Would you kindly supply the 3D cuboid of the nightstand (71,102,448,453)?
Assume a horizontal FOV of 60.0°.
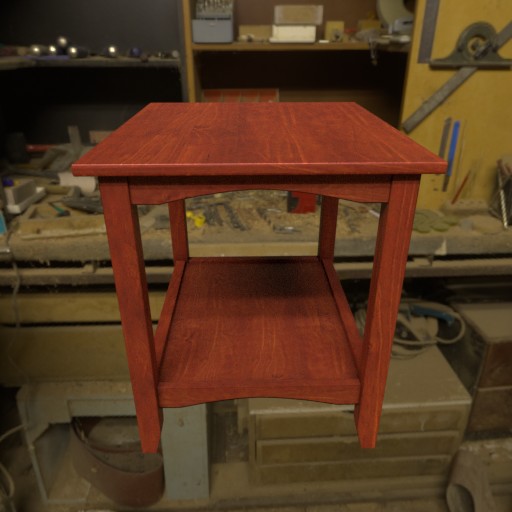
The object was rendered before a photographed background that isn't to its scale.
[{"bbox_3d":[0.000,0.000,0.960,0.501,0.558,0.558,-1,27,-1],"label":"nightstand"}]
